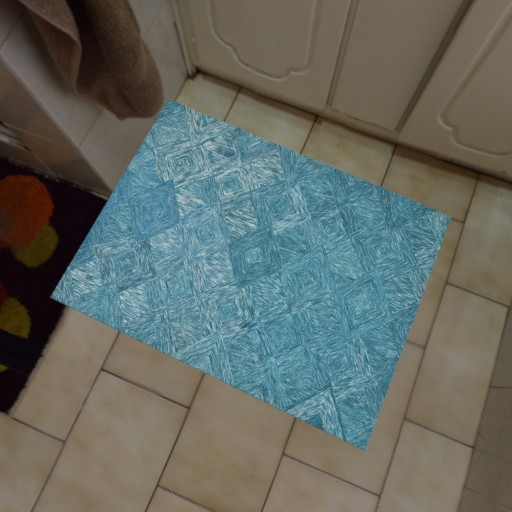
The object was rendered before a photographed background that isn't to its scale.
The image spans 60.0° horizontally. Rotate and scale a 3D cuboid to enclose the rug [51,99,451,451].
[{"bbox_3d":[0.000,0.000,4.346,3.217,0.027,2.405,24,76,7],"label":"rug"}]
